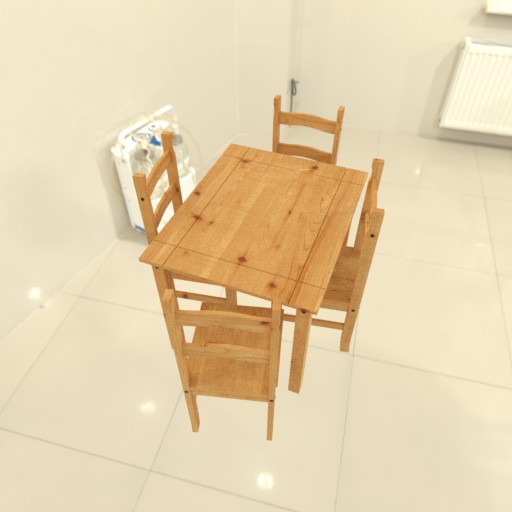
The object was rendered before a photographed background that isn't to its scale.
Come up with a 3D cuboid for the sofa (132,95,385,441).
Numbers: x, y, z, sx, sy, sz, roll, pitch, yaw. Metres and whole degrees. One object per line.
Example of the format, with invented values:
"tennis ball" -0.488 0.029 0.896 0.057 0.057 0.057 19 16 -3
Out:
"sofa" 0.000 0.000 2.277 1.144 1.000 1.529 16 48 15
